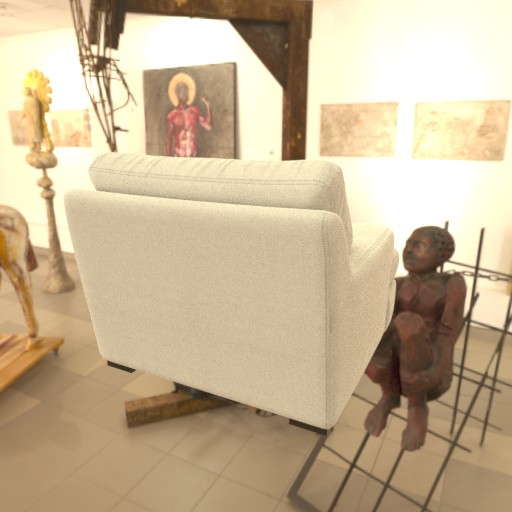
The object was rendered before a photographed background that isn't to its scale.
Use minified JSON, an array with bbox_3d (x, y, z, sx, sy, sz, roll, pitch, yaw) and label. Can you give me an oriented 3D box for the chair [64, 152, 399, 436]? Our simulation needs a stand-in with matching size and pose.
[{"bbox_3d":[0.000,0.000,1.997,1.140,0.930,1.158,8,19,26],"label":"chair"}]
